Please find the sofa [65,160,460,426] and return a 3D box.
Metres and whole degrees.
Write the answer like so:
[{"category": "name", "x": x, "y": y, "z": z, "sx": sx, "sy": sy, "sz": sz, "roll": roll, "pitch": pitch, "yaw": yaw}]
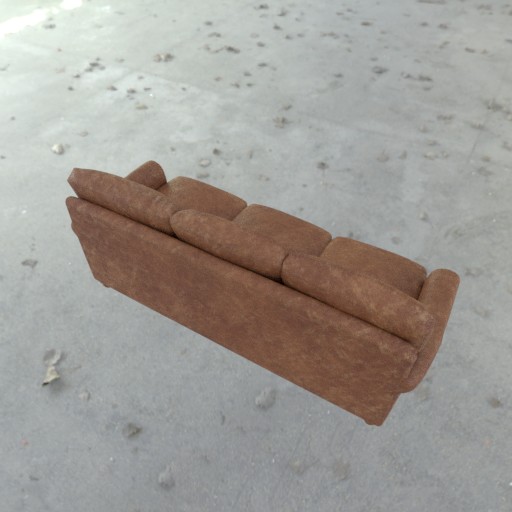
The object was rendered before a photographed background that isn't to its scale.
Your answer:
[{"category": "sofa", "x": 0.000, "y": 0.000, "z": 2.823, "sx": 2.351, "sy": 0.977, "sz": 0.973, "roll": 23, "pitch": 50, "yaw": 21}]
